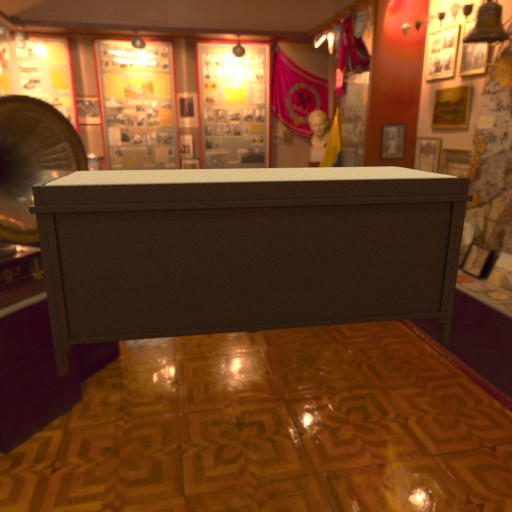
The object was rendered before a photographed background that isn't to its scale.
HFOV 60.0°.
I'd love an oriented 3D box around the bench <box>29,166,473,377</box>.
[{"bbox_3d":[0.000,0.000,1.366,1.140,0.501,0.398,-3,16,-9],"label":"bench"}]
